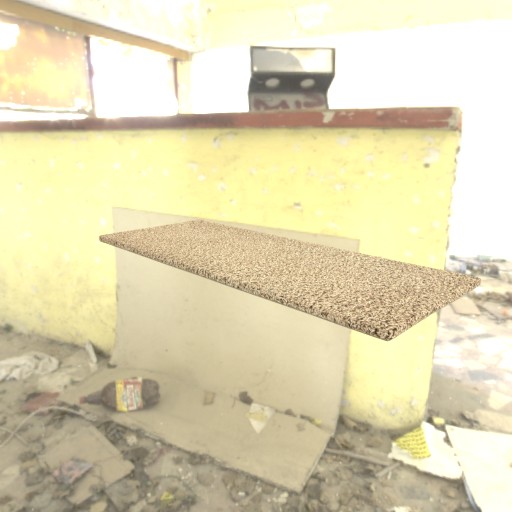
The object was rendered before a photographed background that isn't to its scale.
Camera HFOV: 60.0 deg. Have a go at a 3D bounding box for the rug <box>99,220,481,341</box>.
[{"bbox_3d":[0.000,0.000,1.789,0.609,0.030,1.524,-14,21,-43],"label":"rug"}]
